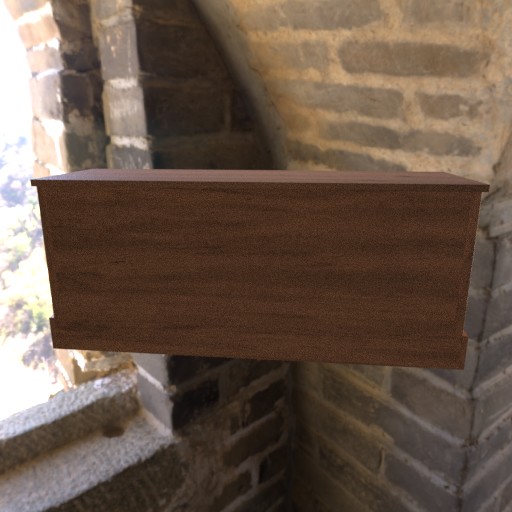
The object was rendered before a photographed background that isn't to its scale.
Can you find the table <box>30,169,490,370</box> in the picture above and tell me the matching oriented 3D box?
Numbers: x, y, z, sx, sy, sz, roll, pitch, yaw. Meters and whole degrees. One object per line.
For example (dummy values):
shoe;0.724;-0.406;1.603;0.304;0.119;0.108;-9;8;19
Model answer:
table;0.000;0.000;1.411;1.200;0.510;0.400;2;16;6
